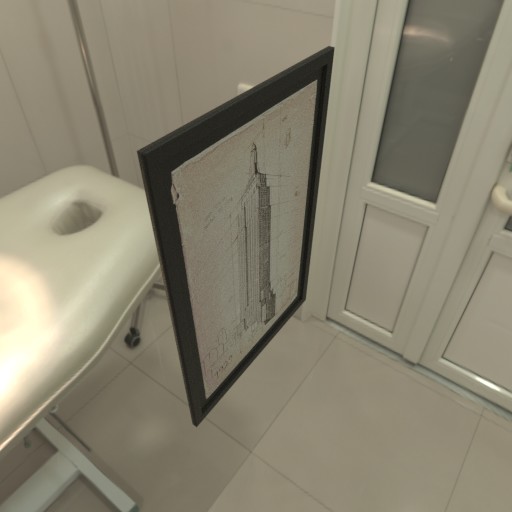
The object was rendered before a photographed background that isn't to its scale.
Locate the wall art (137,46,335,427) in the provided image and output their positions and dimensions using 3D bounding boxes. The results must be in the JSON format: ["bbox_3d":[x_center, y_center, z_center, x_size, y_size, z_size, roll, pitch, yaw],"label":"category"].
[{"bbox_3d":[0.000,0.000,0.866,0.012,0.661,0.451,26,49,26],"label":"wall art"}]
